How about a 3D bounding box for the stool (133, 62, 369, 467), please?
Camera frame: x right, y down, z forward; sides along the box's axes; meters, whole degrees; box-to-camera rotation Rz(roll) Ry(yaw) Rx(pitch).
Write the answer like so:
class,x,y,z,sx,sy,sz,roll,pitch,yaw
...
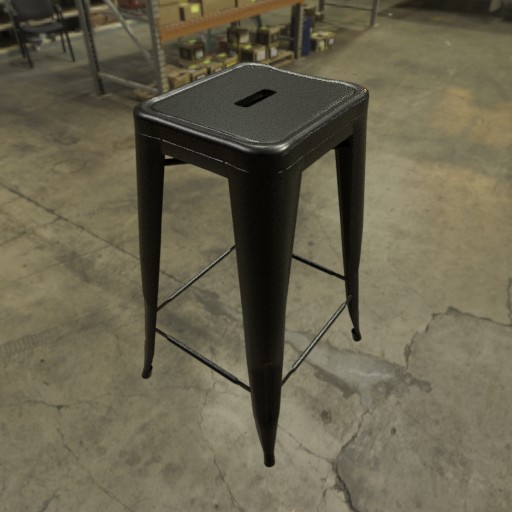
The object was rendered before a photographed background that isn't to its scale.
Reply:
class,x,y,z,sx,sy,sz,roll,pitch,yaw
stool,0.000,0.000,0.844,0.359,0.609,0.399,24,45,27
